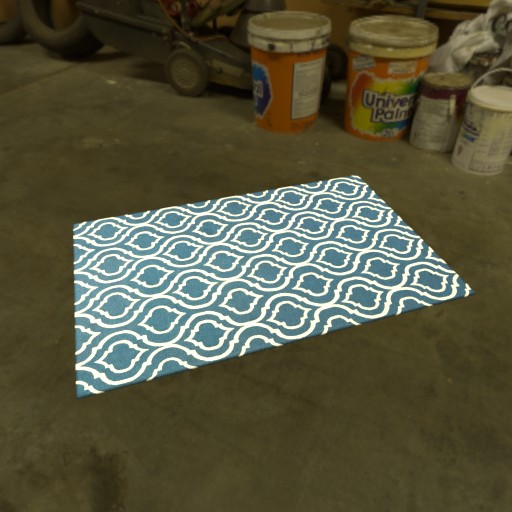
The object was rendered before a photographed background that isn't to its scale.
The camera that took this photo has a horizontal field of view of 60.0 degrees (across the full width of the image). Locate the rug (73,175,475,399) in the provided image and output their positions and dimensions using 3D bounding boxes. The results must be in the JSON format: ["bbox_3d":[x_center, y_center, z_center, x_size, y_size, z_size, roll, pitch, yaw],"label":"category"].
[{"bbox_3d":[0.000,0.000,2.242,1.753,0.010,1.143,-12,41,-14],"label":"rug"}]
